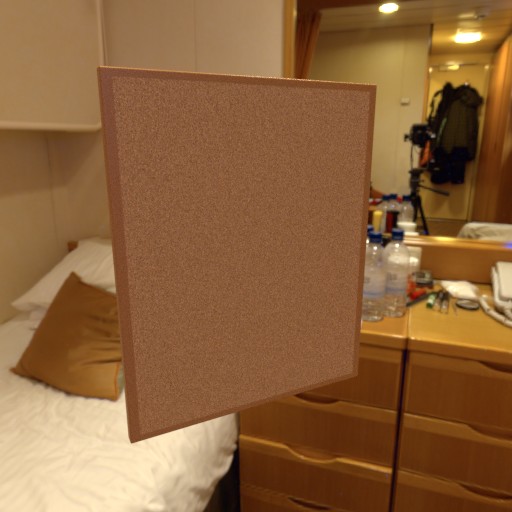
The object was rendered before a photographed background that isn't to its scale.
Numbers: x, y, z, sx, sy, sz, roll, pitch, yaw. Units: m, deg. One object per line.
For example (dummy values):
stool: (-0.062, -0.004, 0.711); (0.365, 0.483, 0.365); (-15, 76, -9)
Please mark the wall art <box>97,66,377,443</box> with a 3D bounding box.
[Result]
wall art: (0.000, 0.000, 0.503); (0.310, 0.379, 0.015); (-8, 17, -26)
